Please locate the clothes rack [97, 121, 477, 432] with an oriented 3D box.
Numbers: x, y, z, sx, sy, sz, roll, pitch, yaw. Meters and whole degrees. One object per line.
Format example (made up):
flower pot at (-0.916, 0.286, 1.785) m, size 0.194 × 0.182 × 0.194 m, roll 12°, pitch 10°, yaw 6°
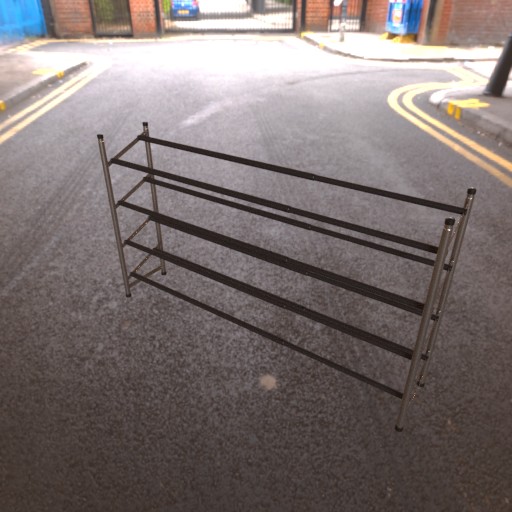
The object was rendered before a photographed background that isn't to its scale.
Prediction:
clothes rack at (0.000, 0.000, 1.461) m, size 1.168 × 0.672 × 0.229 m, roll 19°, pitch 36°, yaw 29°
